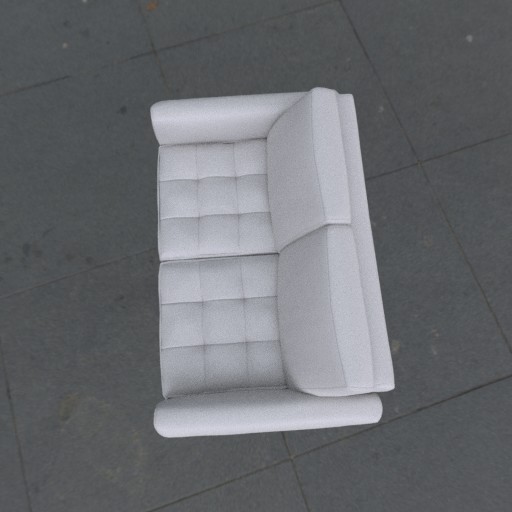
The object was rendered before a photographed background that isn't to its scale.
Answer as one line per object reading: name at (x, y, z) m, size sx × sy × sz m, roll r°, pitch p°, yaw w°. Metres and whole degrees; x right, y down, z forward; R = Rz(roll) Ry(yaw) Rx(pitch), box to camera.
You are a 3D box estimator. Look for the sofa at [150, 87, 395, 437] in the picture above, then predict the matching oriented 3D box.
sofa at (0.000, 0.000, 2.424) m, size 1.121 × 0.930 × 1.819 m, roll -4°, pitch 75°, yaw -1°
